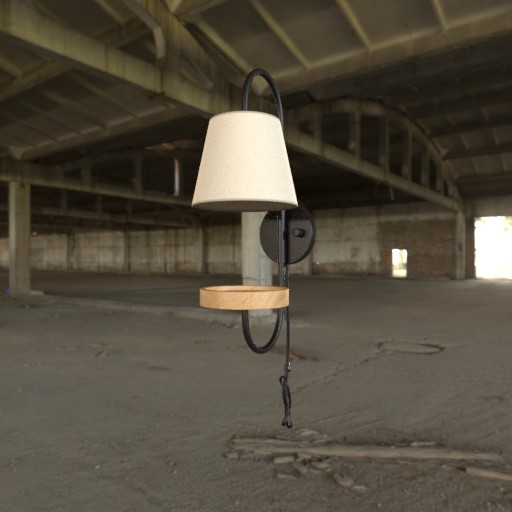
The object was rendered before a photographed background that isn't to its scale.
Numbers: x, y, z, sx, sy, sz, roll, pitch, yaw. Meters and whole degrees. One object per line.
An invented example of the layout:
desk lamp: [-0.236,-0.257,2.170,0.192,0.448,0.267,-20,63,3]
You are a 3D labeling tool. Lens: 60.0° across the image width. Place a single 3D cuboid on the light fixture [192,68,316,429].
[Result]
light fixture: [0.000,0.000,0.957,0.220,0.821,0.299,0,0,36]
